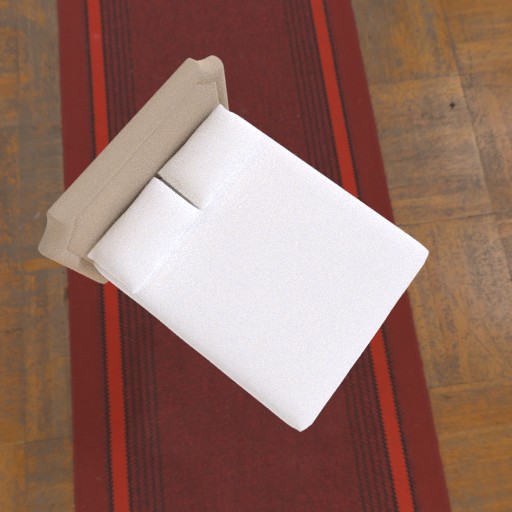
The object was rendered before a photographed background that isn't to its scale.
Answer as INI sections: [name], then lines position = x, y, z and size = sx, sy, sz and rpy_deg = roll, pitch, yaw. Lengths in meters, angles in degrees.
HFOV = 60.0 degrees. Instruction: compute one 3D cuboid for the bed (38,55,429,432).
[bed]
position = 0.000, 0.000, 3.284
size = 2.204, 1.301, 1.828
rpy_deg = 37, 80, 8
